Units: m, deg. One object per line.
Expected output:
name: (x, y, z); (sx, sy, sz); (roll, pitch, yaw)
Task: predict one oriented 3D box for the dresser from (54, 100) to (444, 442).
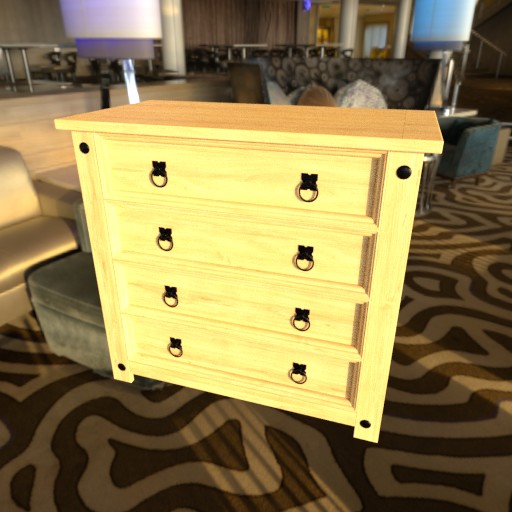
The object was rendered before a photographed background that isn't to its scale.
dresser: (0.000, 0.000, 1.192); (0.800, 0.730, 0.410); (8, 26, 16)
